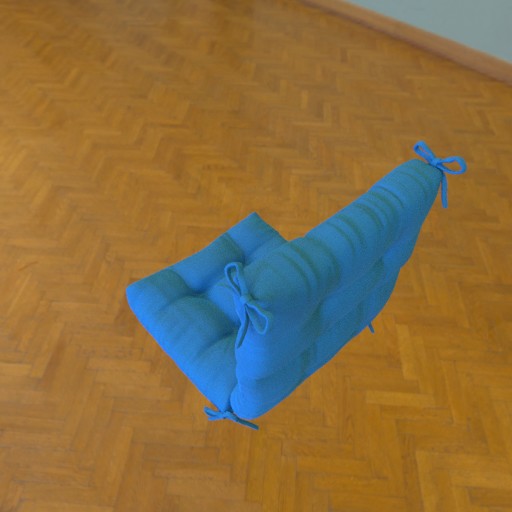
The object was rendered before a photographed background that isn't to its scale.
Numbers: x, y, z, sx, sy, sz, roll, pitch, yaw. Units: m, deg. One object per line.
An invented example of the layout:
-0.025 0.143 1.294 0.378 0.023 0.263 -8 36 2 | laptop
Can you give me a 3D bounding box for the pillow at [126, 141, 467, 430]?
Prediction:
0.000 0.000 1.006 0.519 0.605 0.571 -33 56 -26 | pillow
